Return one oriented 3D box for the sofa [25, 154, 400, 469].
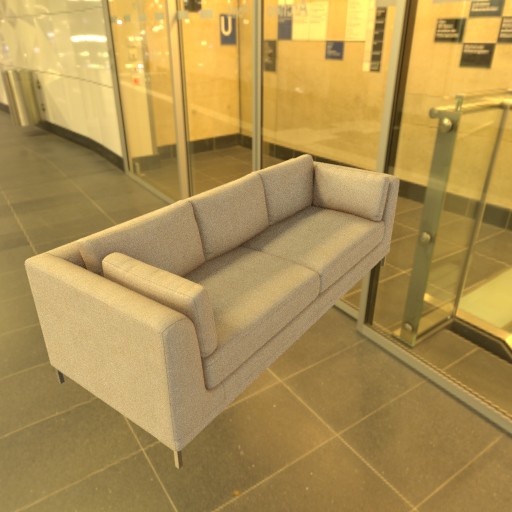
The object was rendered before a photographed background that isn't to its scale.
[{"bbox_3d":[0.000,0.000,2.851,0.969,0.867,2.415,18,32,32],"label":"sofa"}]
